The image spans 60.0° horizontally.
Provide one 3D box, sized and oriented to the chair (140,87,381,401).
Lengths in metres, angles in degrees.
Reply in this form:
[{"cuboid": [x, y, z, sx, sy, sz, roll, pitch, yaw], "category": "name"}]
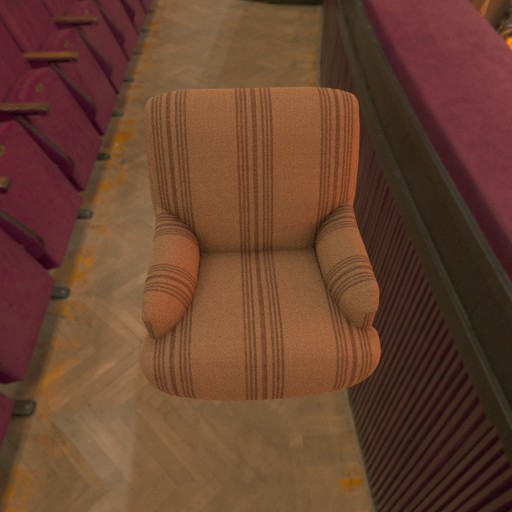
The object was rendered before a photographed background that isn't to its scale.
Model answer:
[{"cuboid": [0.000, 0.000, 1.621, 0.813, 0.940, 0.914, -2, 46, -2], "category": "chair"}]
